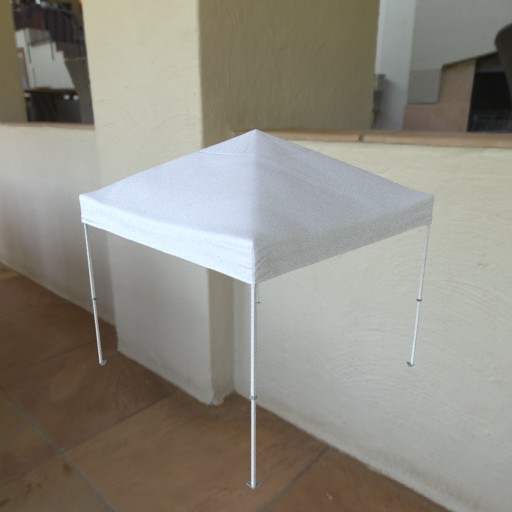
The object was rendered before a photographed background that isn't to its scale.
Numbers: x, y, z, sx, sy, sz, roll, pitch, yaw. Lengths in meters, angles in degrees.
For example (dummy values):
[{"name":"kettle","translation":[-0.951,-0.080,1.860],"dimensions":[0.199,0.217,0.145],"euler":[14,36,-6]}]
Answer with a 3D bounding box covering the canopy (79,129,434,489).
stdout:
[{"name":"canopy","translation":[0.000,0.000,5.451],"dimensions":[2.996,2.997,2.998],"euler":[-16,23,-42]}]
